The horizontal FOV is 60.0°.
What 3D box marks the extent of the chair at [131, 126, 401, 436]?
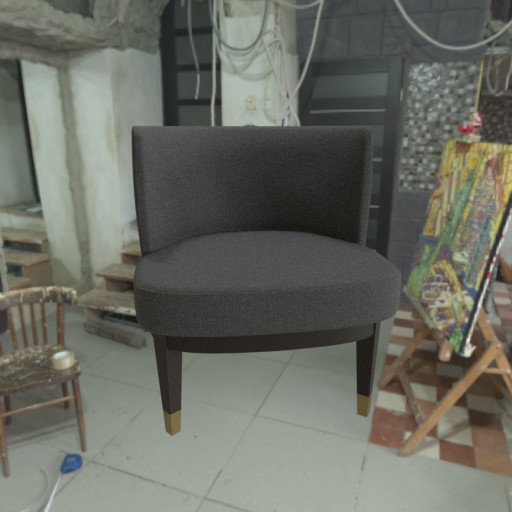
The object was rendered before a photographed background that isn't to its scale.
[{"bbox_3d":[0.000,0.000,1.233,0.639,0.695,0.698,-2,16,-8],"label":"chair"}]
